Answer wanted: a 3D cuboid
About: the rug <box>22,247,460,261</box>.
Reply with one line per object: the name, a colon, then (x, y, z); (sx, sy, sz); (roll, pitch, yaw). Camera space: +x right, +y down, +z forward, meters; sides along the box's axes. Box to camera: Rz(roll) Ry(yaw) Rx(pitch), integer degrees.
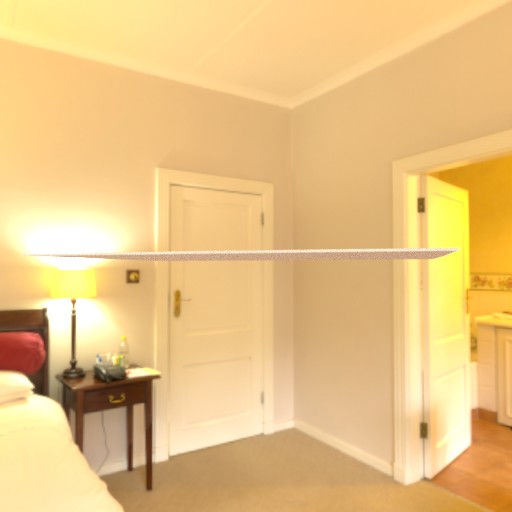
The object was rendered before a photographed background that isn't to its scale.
rug: (0.000, 0.000, 3.103); (2.438, 0.026, 1.706); (-1, -2, 18)
